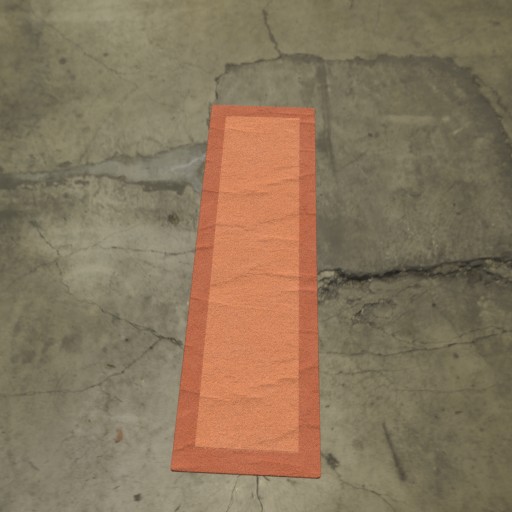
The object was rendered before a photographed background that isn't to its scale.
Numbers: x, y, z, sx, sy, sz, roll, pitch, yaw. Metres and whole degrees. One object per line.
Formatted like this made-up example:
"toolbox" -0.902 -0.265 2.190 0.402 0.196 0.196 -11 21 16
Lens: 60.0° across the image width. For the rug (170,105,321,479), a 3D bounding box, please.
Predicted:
"rug" 0.000 0.000 2.735 0.914 0.013 2.471 -1 65 -1
